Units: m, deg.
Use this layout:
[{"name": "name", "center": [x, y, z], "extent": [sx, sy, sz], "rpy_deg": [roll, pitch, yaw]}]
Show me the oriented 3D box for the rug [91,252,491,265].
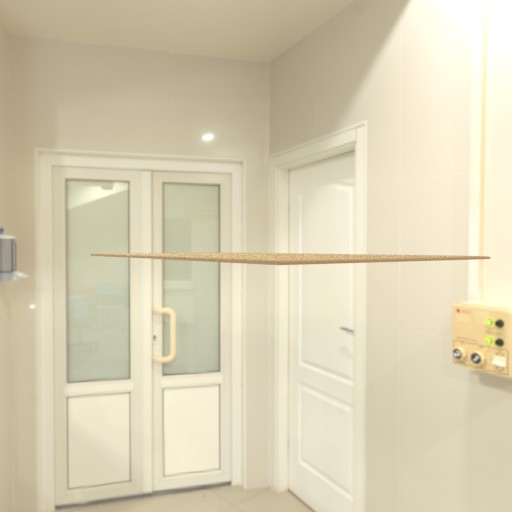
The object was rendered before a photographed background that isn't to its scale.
[{"name": "rug", "center": [0.000, 0.000, 2.084], "extent": [1.061, 0.012, 1.668], "rpy_deg": [-1, 1, -36]}]
